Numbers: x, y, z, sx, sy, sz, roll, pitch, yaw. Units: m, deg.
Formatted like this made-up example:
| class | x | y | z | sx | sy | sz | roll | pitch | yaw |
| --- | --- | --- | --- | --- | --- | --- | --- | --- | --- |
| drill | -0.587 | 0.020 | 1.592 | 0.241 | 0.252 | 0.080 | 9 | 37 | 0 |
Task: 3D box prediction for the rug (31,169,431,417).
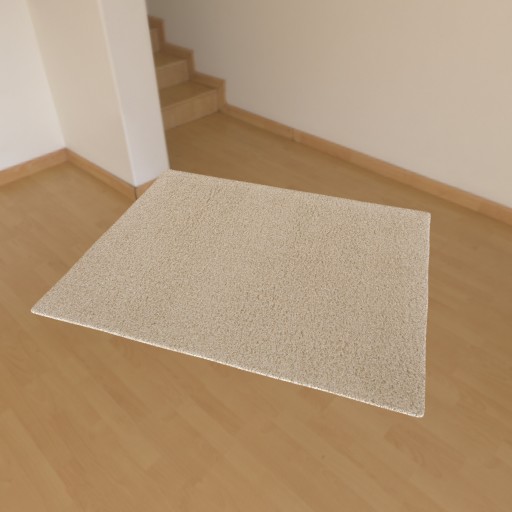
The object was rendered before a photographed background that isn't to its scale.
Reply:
| class | x | y | z | sx | sy | sz | roll | pitch | yaw |
| --- | --- | --- | --- | --- | --- | --- | --- | --- | --- |
| rug | 0.000 | 0.000 | 4.093 | 3.047 | 0.029 | 2.438 | 12 | 41 | 14 |
